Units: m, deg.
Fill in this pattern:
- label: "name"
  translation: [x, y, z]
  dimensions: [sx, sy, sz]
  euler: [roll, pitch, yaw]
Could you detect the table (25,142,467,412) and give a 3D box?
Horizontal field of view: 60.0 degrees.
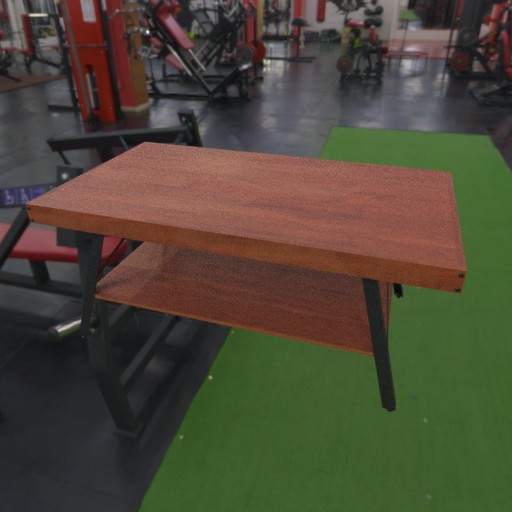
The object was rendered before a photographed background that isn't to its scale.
- label: "table"
  translation: [0.000, 0.000, 1.375]
  dimensions: [1.067, 0.457, 0.610]
  euler: [9, 31, 15]
